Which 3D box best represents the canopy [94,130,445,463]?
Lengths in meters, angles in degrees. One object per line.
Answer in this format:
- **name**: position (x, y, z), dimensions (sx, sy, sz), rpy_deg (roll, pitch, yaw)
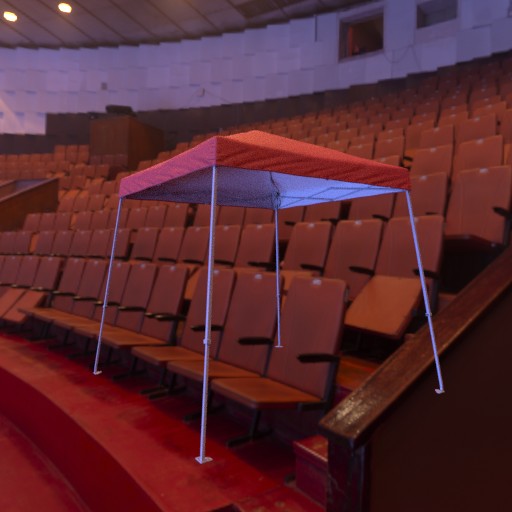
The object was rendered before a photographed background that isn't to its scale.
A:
- **canopy**: position (0.000, 0.000, 6.344), dimensions (3.600, 3.600, 3.599), rpy_deg (0, 0, -34)
